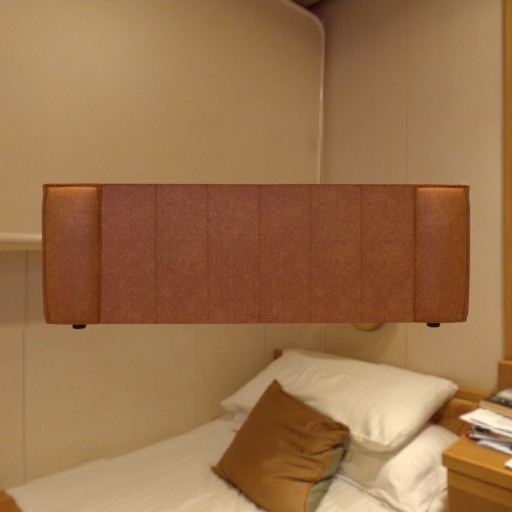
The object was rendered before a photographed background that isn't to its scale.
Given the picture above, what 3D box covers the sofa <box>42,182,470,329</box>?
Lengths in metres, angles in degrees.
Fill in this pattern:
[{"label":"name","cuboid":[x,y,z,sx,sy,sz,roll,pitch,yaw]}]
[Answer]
[{"label":"sofa","cuboid":[0.000,0.000,2.606,2.088,0.703,1.102,0,0,-1]}]
